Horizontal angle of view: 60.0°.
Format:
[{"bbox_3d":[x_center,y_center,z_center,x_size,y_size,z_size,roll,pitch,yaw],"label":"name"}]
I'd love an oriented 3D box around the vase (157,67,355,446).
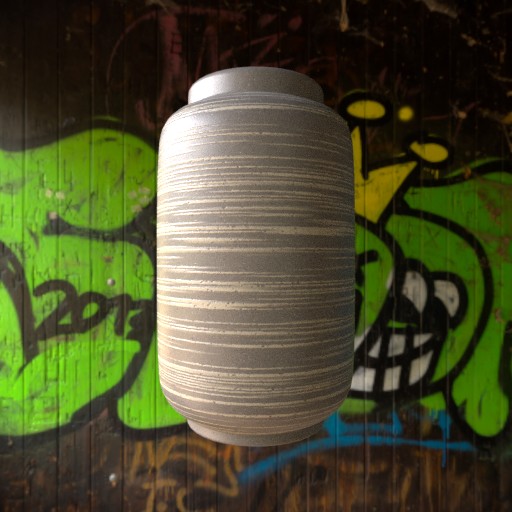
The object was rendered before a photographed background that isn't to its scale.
[{"bbox_3d":[0.000,0.000,0.680,0.297,0.499,0.297,0,0,0],"label":"vase"}]
